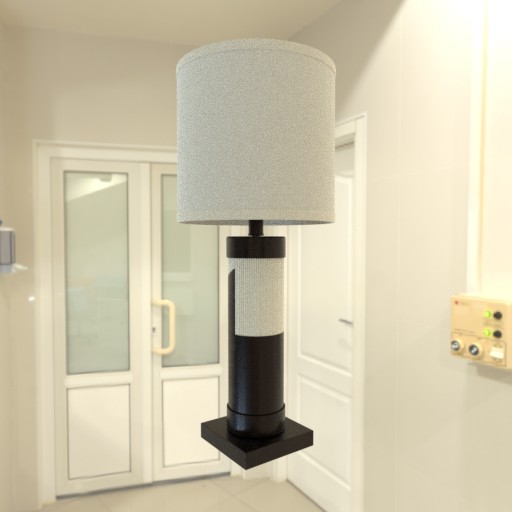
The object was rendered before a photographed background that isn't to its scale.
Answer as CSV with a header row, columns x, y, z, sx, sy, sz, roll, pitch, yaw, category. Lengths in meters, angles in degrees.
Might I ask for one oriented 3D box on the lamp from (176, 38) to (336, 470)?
x,y,z,sx,sy,sz,roll,pitch,yaw,category
0.000,0.000,0.599,0.211,0.509,0.211,-1,3,-36,lamp
